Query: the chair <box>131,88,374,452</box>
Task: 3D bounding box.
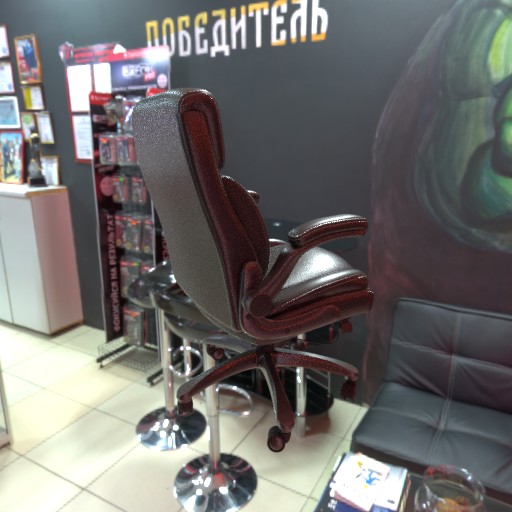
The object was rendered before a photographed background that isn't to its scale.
[{"bbox_3d":[0.000,0.000,1.616,0.724,1.110,0.782,-8,17,-27],"label":"chair"}]
